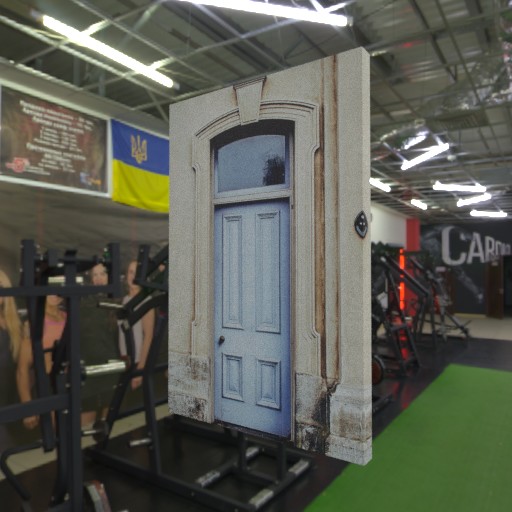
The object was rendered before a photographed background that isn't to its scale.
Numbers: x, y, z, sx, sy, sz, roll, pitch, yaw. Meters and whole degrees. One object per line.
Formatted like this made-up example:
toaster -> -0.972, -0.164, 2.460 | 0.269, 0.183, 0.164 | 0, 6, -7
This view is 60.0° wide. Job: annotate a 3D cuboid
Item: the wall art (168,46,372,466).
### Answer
wall art -> 0.000, 0.000, 0.971 | 0.508, 0.764, 0.038 | -1, -2, 36
